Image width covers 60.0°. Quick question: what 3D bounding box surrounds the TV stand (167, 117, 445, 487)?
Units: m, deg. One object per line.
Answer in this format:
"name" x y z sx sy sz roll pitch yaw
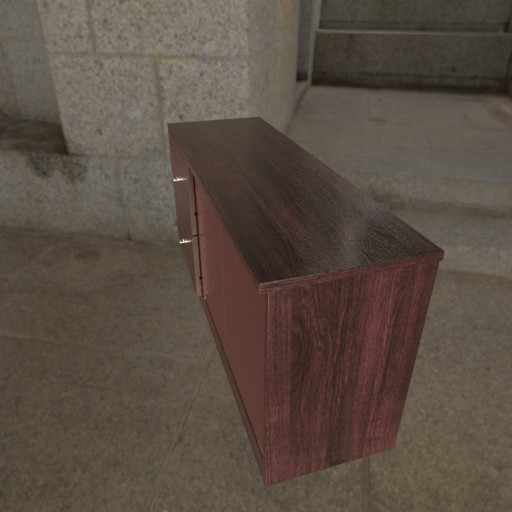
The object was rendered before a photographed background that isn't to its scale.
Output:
"TV stand" 0.000 0.000 1.464 0.404 0.614 1.192 -9 31 -15
